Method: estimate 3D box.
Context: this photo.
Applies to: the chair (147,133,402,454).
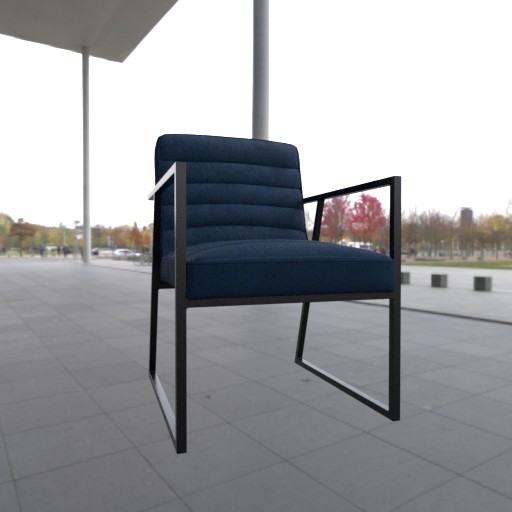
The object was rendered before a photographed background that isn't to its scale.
[{"bbox_3d":[0.000,0.000,1.319,0.571,0.833,0.677,0,1,-19],"label":"chair"}]
